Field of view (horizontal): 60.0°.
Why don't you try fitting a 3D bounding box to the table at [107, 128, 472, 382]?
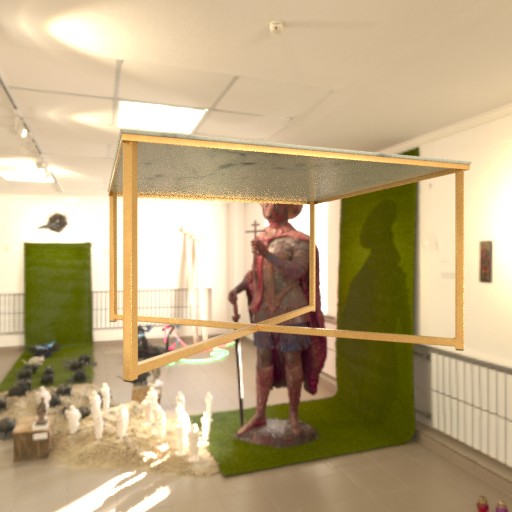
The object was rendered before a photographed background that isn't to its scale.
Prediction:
[{"bbox_3d":[0.000,0.000,1.291,0.800,0.450,0.800,0,0,-20],"label":"table"}]
